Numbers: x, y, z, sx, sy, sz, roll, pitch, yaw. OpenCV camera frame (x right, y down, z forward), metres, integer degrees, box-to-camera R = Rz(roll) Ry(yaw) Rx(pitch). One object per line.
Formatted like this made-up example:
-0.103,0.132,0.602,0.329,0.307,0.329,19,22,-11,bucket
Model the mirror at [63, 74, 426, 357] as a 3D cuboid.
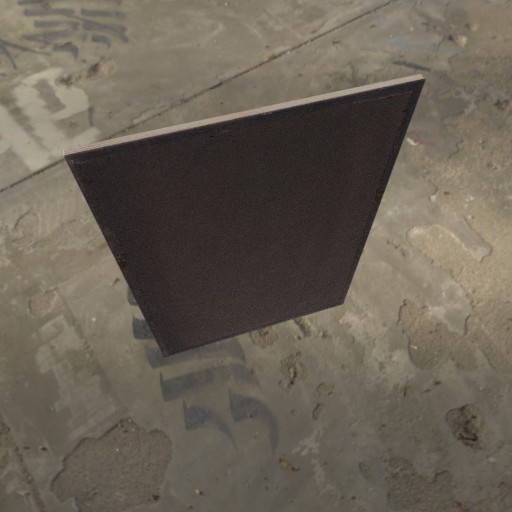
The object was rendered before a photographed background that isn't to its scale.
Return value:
0.000,0.000,1.248,0.705,0.996,0.025,-15,58,-9,mirror
